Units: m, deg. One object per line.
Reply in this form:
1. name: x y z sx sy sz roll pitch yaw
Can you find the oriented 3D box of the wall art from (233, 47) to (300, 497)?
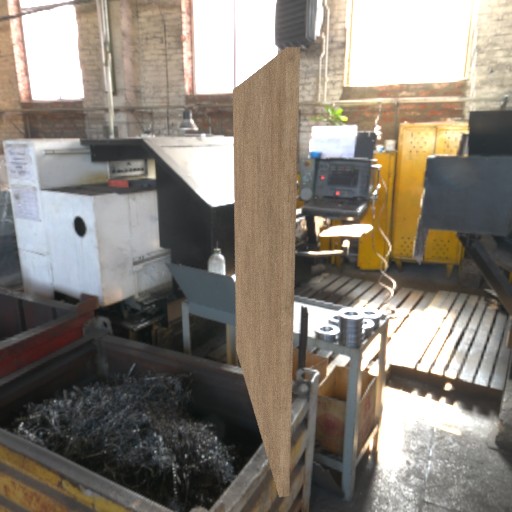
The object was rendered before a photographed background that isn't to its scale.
1. wall art: 0.000 0.000 0.900 0.018 0.686 0.534 -3 15 -10
